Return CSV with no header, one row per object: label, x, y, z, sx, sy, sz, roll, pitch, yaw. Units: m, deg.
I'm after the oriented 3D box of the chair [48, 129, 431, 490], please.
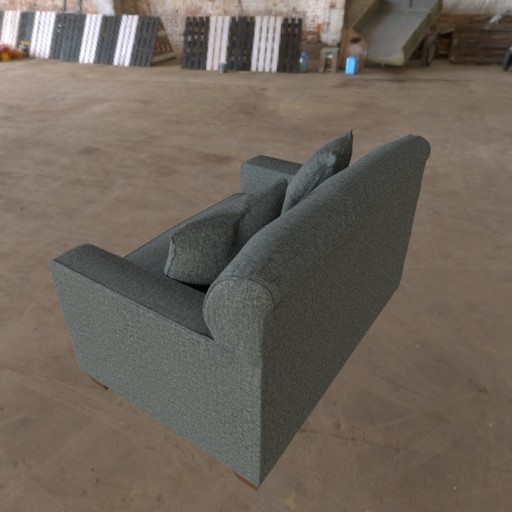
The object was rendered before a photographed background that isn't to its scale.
chair,0.000,0.000,1.957,1.000,0.948,1.383,20,37,28
